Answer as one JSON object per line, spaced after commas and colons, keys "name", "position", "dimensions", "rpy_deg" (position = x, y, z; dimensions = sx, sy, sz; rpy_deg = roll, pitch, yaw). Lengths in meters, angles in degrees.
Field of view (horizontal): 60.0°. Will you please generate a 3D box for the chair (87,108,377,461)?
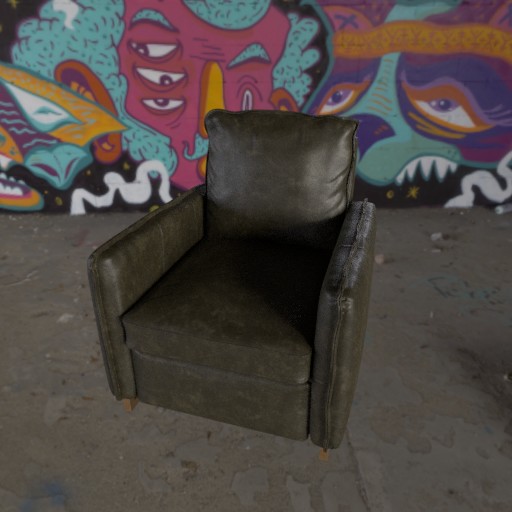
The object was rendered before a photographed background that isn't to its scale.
{"name": "chair", "position": [0.000, 0.000, 1.598], "dimensions": [0.830, 0.921, 0.921], "rpy_deg": [8, 27, 15]}
